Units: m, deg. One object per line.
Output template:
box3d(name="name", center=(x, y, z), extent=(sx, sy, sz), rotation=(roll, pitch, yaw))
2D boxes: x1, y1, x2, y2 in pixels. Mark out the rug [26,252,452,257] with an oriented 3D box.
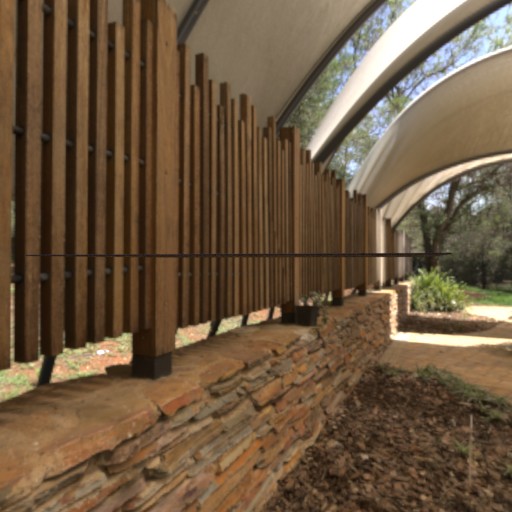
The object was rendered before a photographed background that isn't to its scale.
box3d(name="rug", center=(0.000, 0.000, 2.924), extent=(2.232, 0.009, 1.630), rotation=(0, -1, 19))
